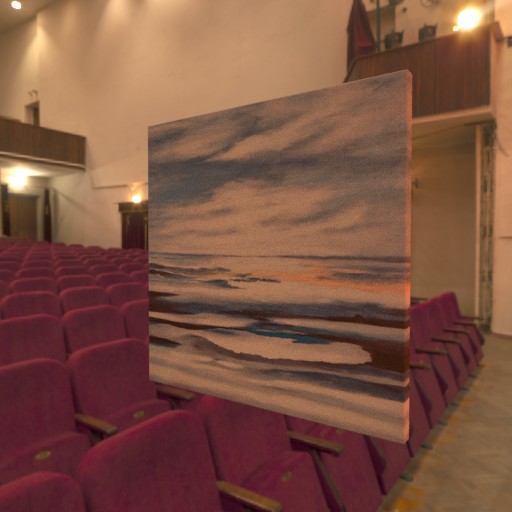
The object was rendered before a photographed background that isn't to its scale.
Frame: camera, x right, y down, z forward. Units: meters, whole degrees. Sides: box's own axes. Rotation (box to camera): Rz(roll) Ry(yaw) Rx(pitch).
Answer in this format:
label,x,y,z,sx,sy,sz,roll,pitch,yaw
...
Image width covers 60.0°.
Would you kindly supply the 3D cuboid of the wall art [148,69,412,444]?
label,x,y,z,sx,sy,sz,roll,pitch,yaw
wall art,0.000,0.000,1.105,0.747,0.747,0.035,1,2,35
